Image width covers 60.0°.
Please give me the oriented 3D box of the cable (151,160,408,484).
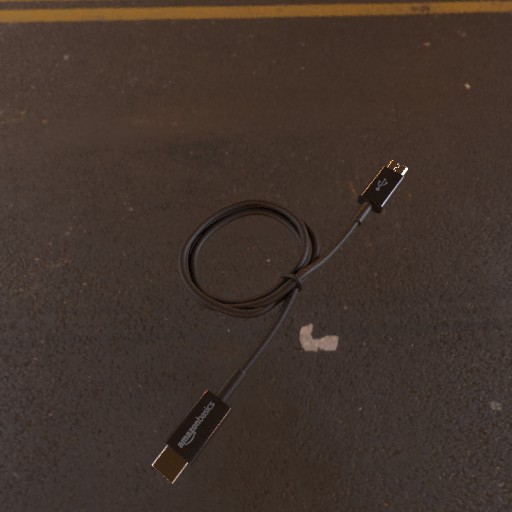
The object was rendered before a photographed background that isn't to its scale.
[{"bbox_3d":[0.000,0.000,0.211,0.070,0.014,0.192,32,64,18],"label":"cable"}]
